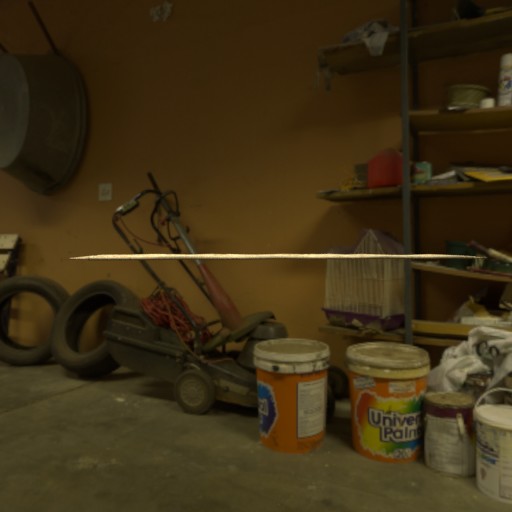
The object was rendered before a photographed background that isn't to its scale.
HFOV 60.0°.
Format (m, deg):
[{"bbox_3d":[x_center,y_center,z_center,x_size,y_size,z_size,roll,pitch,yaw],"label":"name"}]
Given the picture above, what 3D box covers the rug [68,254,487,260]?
[{"bbox_3d":[0.000,0.000,4.166,3.061,0.034,2.426,0,0,-17],"label":"rug"}]
